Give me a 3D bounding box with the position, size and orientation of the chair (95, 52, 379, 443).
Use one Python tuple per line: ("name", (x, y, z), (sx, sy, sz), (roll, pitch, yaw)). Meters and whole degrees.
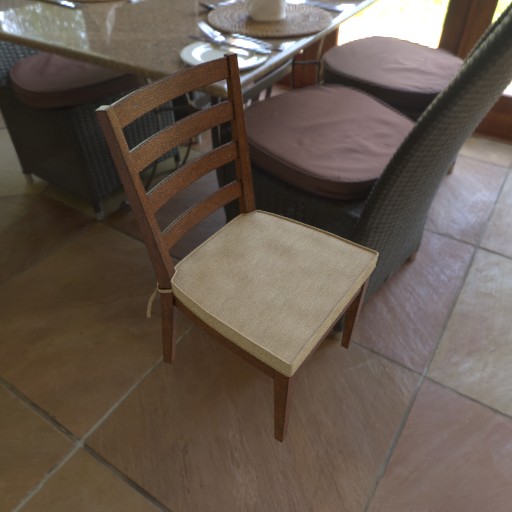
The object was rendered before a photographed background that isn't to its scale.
("chair", (0.000, 0.000, 1.367), (0.595, 0.979, 0.593), (26, 48, 26))
